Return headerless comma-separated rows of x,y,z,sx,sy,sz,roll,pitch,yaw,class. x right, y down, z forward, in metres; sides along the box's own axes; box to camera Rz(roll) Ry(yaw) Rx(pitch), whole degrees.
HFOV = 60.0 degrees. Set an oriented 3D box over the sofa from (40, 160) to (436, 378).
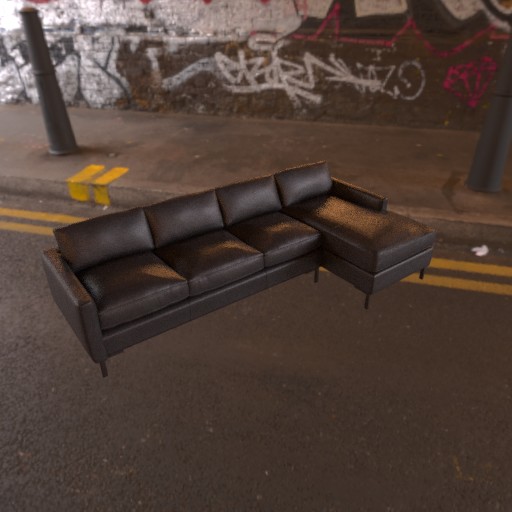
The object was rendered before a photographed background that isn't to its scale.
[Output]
0.000,0.000,3.695,2.993,0.859,1.471,-20,35,-32,sofa
